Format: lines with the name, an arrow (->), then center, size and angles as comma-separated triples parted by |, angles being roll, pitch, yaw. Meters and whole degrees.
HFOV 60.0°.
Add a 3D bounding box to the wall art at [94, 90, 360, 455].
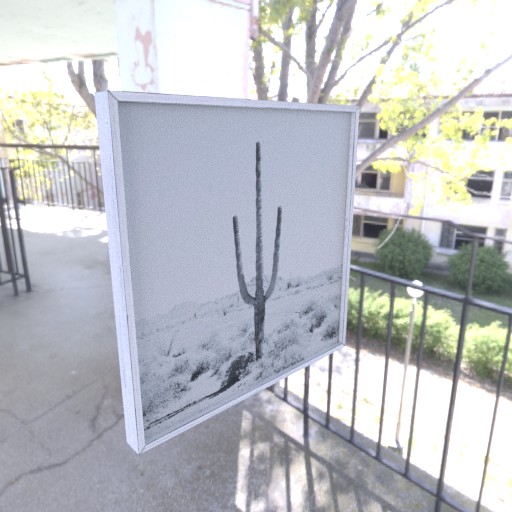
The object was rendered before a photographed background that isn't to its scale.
wall art -> 0.000, 0.000, 0.767 | 0.508, 0.508, 0.038 | -14, 21, -41
